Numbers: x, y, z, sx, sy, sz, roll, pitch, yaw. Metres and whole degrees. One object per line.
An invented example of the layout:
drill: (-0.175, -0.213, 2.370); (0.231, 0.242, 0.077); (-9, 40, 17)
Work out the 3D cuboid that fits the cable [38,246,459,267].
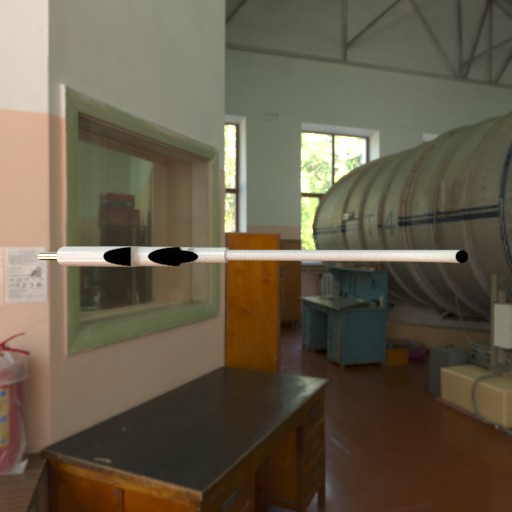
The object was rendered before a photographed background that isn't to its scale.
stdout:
cable: (0.000, 0.000, 0.111); (0.098, 0.005, 0.041); (0, 1, 17)
